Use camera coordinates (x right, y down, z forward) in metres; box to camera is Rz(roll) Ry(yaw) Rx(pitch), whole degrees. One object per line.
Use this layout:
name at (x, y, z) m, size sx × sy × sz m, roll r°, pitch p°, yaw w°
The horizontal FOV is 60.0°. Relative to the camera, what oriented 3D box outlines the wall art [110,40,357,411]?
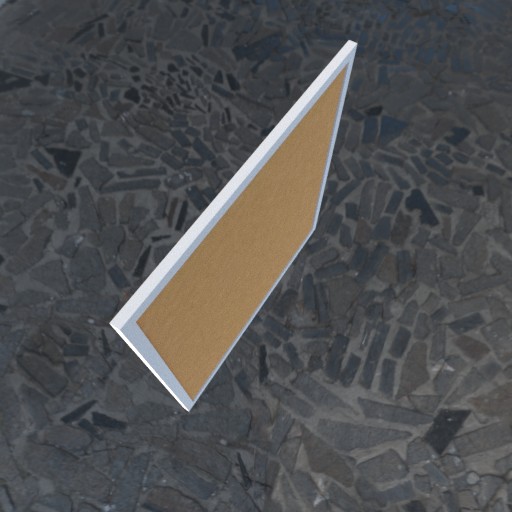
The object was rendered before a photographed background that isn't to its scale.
wall art at (0.000, 0.000, 0.683) m, size 0.012 × 0.457 × 0.457 m, roll 30°, pitch 66°, yaw 15°
